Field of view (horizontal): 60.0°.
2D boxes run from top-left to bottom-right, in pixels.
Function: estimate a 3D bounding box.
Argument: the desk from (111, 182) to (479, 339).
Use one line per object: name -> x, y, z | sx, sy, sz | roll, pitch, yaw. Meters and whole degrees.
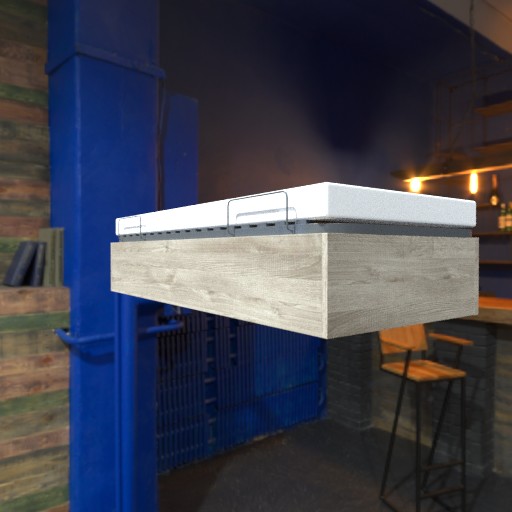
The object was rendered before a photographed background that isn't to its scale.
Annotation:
desk -> 0.000, 0.000, 2.286 | 0.900, 0.455, 1.900 | 0, 1, -36
